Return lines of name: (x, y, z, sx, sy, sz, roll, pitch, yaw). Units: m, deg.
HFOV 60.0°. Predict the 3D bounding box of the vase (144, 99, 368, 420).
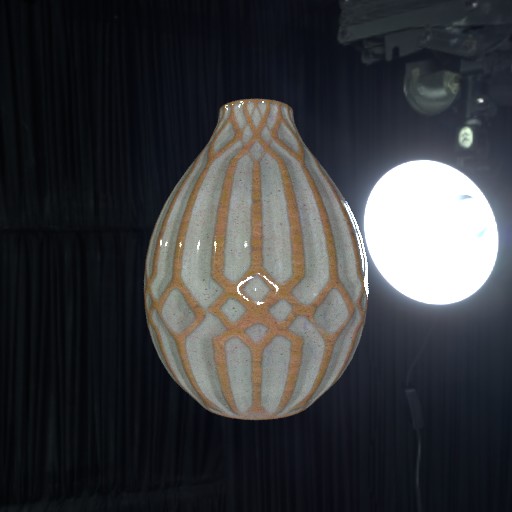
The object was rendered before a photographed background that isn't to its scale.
vase: (0.000, 0.000, 0.267, 0.131, 0.175, 0.131, 0, 1, 0)
